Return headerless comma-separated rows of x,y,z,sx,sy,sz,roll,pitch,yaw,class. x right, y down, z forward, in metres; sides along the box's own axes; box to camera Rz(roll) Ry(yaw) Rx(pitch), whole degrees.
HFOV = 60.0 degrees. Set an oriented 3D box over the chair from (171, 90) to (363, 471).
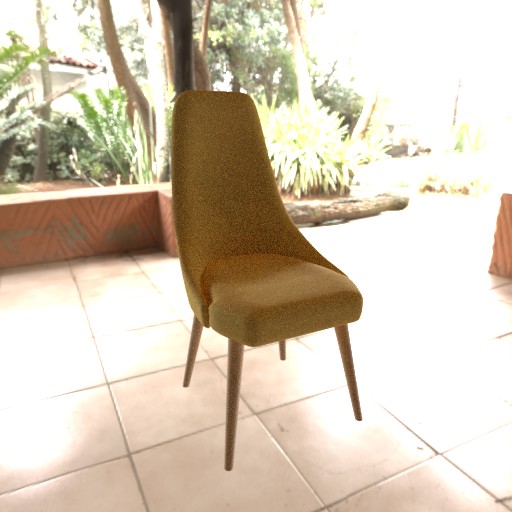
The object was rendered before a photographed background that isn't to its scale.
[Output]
0.000,0.000,1.439,0.510,1.040,0.660,-9,19,-26,chair
